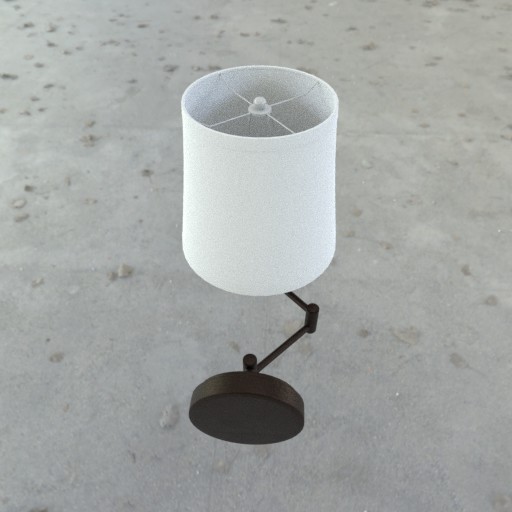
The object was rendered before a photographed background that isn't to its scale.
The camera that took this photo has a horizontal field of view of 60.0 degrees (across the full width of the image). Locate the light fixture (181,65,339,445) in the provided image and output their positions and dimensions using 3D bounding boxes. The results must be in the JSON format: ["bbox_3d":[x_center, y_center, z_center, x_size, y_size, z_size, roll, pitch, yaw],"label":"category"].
[{"bbox_3d":[0.000,0.000,0.266,0.100,0.172,0.157,3,46,3],"label":"light fixture"}]
